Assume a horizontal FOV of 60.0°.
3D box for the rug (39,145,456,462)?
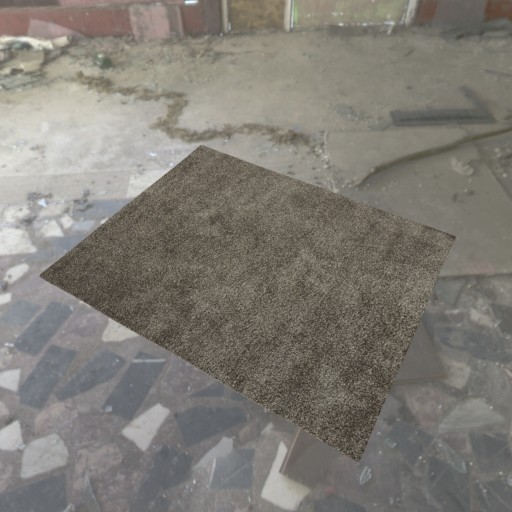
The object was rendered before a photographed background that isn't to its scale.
[{"bbox_3d":[0.000,0.000,4.052,3.000,0.025,2.401,24,51,21],"label":"rug"}]
